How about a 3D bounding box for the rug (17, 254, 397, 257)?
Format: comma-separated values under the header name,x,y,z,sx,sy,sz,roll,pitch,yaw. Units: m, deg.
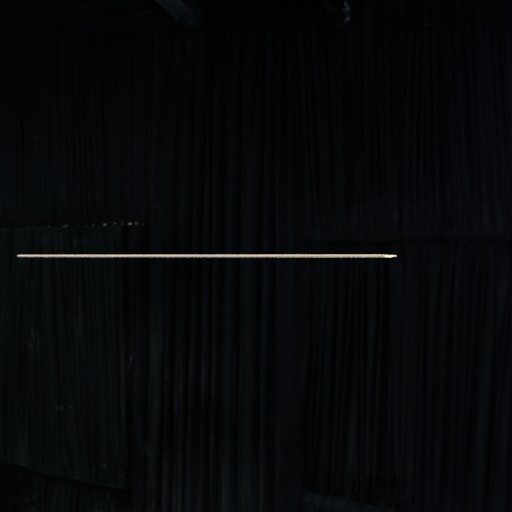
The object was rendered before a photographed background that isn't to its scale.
name,x,y,z,sx,sy,sz,roll,pitch,yaw
rug,0.000,0.000,3.865,2.288,0.018,2.895,0,0,19
